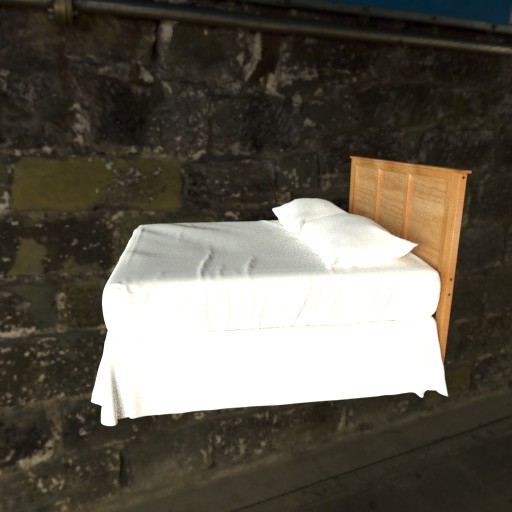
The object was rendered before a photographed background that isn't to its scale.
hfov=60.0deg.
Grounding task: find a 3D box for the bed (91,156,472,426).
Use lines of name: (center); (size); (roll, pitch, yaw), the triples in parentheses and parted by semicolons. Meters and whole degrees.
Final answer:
bed: (0.000, 0.000, 3.087); (2.035, 1.273, 1.870); (-2, 15, -8)
